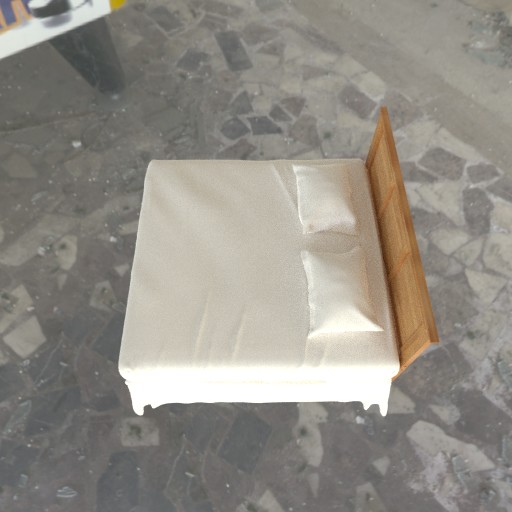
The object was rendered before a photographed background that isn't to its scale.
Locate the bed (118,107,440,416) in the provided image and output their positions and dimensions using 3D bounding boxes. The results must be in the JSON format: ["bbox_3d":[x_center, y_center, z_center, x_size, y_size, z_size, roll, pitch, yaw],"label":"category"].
[{"bbox_3d":[0.000,0.000,3.646,2.215,1.270,2.317,0,60,0],"label":"bed"}]
